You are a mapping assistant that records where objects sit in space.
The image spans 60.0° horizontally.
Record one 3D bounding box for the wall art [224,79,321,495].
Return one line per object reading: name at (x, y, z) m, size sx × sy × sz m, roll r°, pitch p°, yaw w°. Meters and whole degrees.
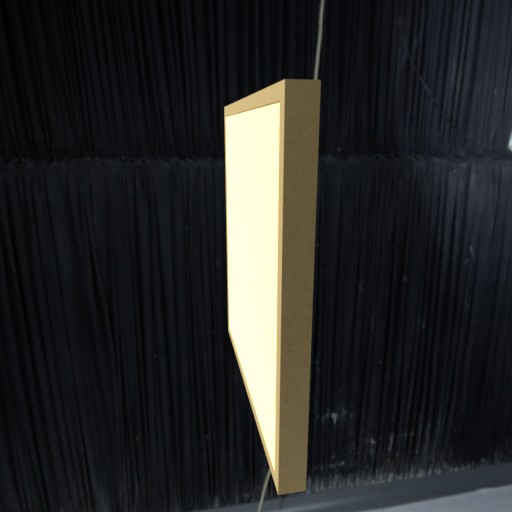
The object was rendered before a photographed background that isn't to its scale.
wall art at (0.000, 0.000, 1.909) m, size 0.095 × 1.284 × 1.284 m, roll -3°, pitch 16°, yaw -10°
